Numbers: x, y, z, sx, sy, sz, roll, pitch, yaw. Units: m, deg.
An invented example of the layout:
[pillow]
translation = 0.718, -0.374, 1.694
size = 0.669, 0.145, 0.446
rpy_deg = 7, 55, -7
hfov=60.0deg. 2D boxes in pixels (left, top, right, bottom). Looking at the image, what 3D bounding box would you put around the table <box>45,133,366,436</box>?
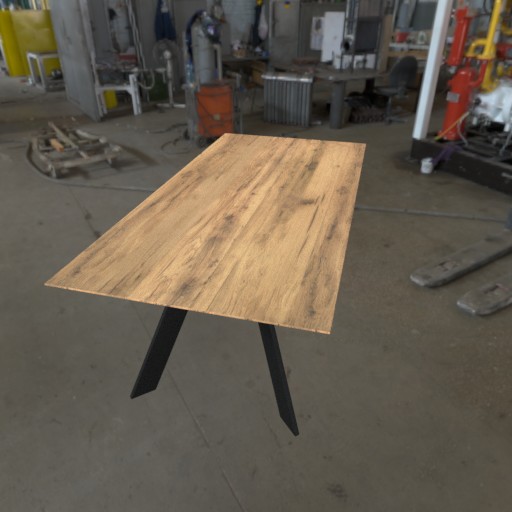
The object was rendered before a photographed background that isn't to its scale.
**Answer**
[table]
translation = 0.000, 0.000, 2.471
size = 1.000, 0.770, 2.000
rpy_deg = 8, 32, 13
